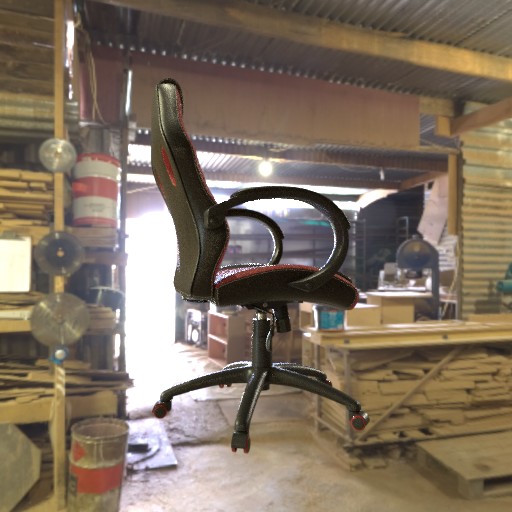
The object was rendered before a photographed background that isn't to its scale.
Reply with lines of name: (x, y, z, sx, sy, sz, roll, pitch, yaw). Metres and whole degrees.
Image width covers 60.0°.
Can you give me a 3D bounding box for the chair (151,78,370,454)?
chair: (0.000, 0.000, 1.706, 0.783, 1.189, 0.750, 0, -1, -17)
